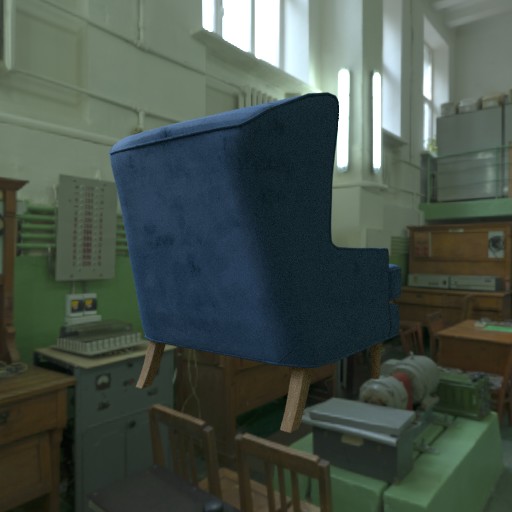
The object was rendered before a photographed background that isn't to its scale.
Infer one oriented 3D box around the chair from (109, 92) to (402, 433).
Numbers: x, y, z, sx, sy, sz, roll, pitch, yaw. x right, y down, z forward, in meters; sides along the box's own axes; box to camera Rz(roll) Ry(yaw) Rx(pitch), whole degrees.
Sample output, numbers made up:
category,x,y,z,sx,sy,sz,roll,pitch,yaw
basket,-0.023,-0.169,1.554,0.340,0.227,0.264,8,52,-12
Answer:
category,x,y,z,sx,sy,sz,roll,pitch,yaw
chair,0.000,0.000,1.626,0.793,0.952,0.910,1,1,37
